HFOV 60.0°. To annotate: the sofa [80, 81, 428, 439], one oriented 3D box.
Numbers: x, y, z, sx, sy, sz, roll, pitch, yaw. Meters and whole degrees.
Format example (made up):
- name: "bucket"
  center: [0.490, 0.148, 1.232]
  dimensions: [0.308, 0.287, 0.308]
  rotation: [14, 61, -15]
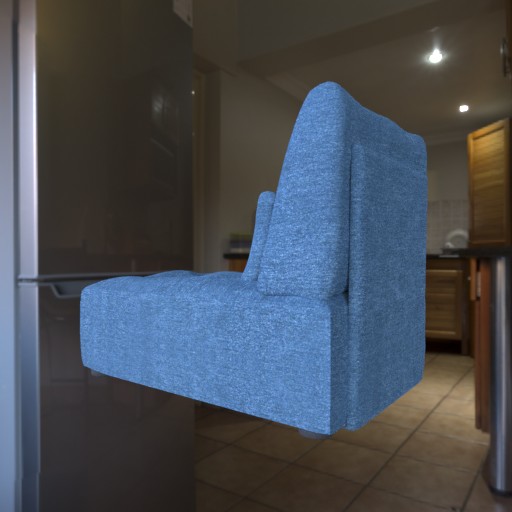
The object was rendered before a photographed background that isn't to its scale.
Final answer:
- name: "sofa"
  center: [0.000, 0.000, 1.515]
  dimensions: [1.000, 0.820, 0.700]
  rotation: [0, 1, 37]
